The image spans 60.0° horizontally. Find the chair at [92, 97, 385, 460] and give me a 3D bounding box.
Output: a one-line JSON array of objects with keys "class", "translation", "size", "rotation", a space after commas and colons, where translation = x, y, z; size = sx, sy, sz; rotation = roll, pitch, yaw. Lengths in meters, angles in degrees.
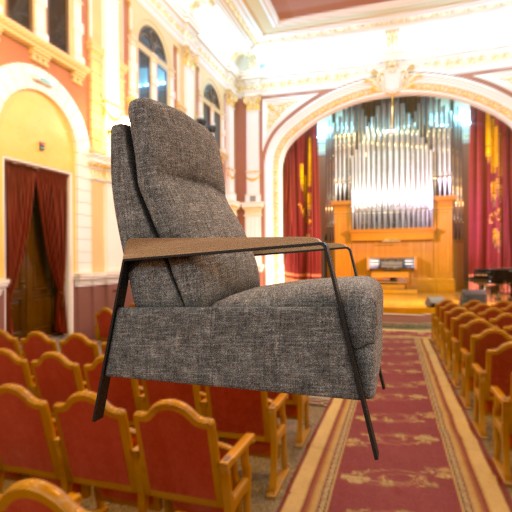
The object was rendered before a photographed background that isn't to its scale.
[{"class": "chair", "translation": [0.000, 0.000, 1.580], "size": [0.868, 1.042, 0.671], "rotation": [0, 0, 18]}]
